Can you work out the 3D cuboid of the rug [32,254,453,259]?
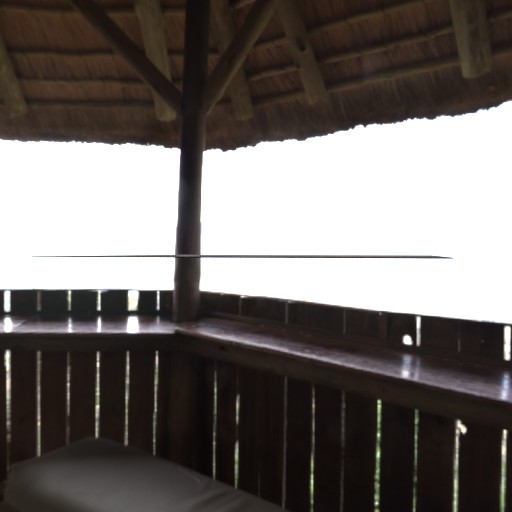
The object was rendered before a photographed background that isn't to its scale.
[{"bbox_3d":[0.000,0.000,2.976,2.284,0.006,1.521,0,1,18],"label":"rug"}]
